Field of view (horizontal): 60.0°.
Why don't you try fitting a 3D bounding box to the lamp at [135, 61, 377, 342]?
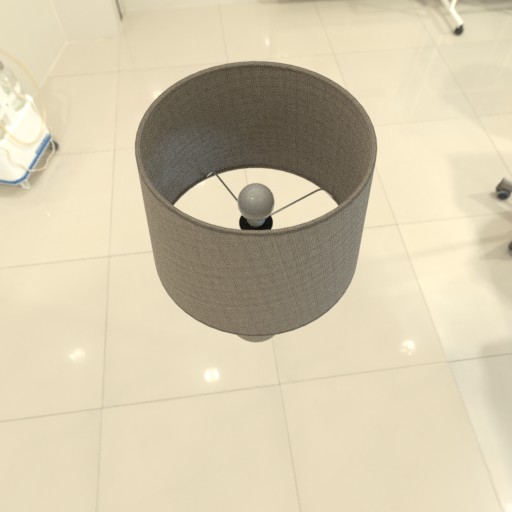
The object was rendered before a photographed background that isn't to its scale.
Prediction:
[{"bbox_3d":[0.000,0.000,0.847,0.367,0.609,0.367,0,58,0],"label":"lamp"}]
